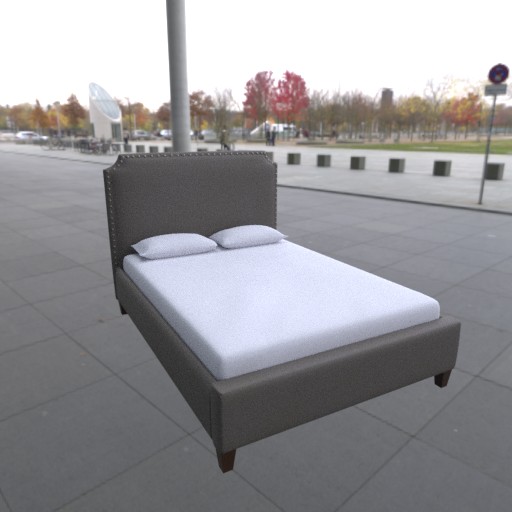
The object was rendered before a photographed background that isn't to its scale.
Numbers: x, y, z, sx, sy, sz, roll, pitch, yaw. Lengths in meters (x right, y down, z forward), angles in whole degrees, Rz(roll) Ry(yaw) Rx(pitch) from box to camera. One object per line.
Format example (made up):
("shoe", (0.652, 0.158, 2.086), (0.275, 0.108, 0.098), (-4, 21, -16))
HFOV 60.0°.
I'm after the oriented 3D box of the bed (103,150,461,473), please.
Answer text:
("bed", (0.000, 0.000, 3.339), (1.712, 1.443, 2.372), (-8, 18, -27))
